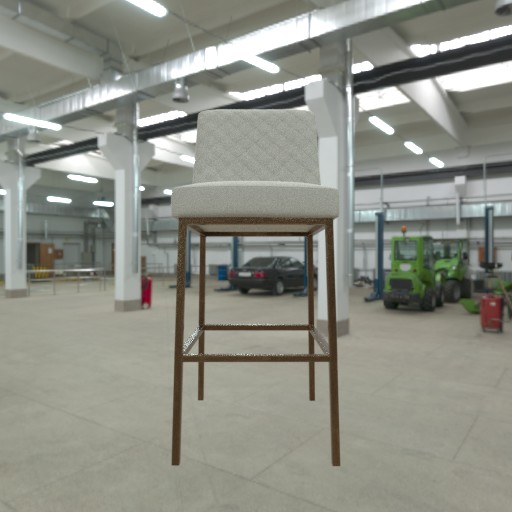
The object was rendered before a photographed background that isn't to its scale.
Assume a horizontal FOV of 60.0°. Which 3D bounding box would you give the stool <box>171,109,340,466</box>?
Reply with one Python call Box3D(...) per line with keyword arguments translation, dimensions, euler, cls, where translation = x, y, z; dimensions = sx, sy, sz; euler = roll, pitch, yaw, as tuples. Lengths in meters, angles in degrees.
Box3D(translation=(0.000, 0.000, 1.411), dimensions=(0.462, 1.084, 0.546), euler=(0, 0, 0), cls="stool")
